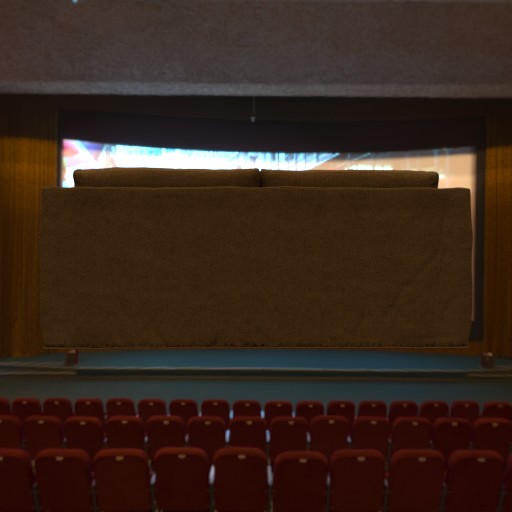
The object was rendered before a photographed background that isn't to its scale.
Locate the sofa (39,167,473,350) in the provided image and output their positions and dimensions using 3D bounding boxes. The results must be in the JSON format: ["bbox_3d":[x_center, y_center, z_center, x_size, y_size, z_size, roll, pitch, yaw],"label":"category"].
[{"bbox_3d":[0.000,0.000,2.449,1.982,0.855,0.953,0,-1,-1],"label":"sofa"}]
